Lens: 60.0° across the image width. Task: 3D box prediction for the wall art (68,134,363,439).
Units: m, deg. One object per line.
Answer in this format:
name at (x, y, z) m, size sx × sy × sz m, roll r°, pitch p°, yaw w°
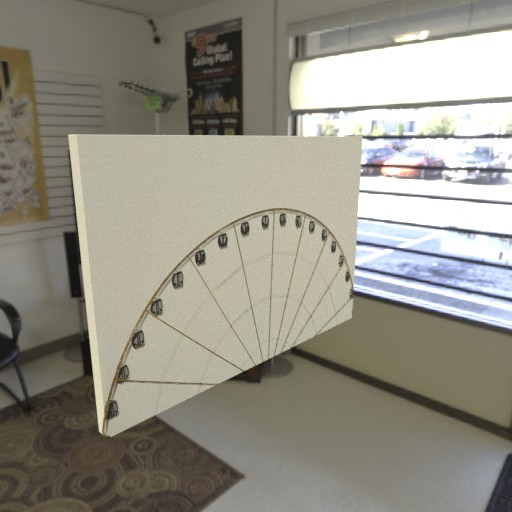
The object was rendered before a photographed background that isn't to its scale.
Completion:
wall art at (0.000, 0.000, 1.148) m, size 0.898 × 0.601 × 0.038 m, roll -14°, pitch 20°, yaw -43°
